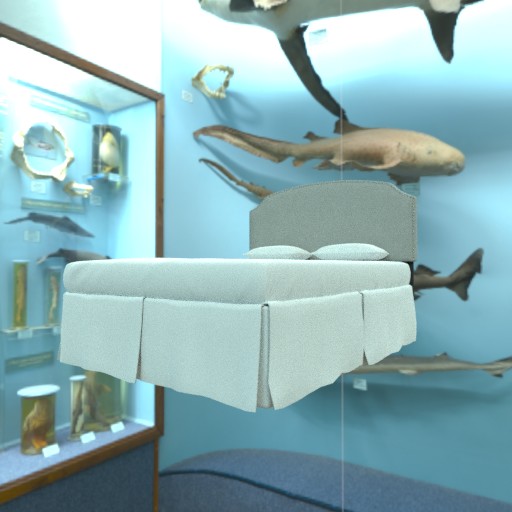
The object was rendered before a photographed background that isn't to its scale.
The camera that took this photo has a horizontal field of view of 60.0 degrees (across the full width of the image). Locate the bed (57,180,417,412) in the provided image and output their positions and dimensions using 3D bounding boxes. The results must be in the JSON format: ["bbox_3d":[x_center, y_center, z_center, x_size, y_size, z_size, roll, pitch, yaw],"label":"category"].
[{"bbox_3d":[0.000,0.000,2.937,1.558,1.270,1.999,-1,-1,36],"label":"bed"}]
